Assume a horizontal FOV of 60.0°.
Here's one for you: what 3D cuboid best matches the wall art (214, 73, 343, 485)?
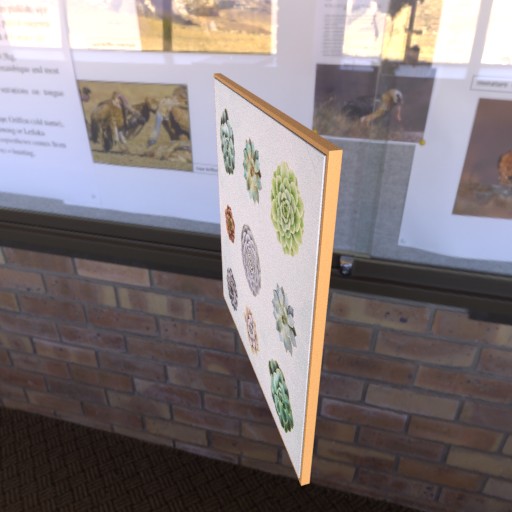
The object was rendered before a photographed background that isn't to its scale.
[{"bbox_3d":[0.000,0.000,0.669,0.013,0.455,0.457,-9,31,-14],"label":"wall art"}]
